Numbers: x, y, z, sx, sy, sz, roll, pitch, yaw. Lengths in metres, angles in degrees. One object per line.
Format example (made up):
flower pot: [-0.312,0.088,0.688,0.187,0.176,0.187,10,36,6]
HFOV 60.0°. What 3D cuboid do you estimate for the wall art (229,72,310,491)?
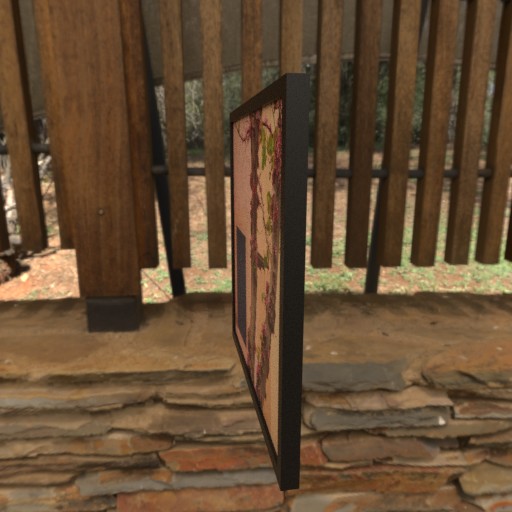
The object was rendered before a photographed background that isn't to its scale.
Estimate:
wall art: [0.000,0.000,1.142,0.038,0.762,0.762,-2,13,-10]
